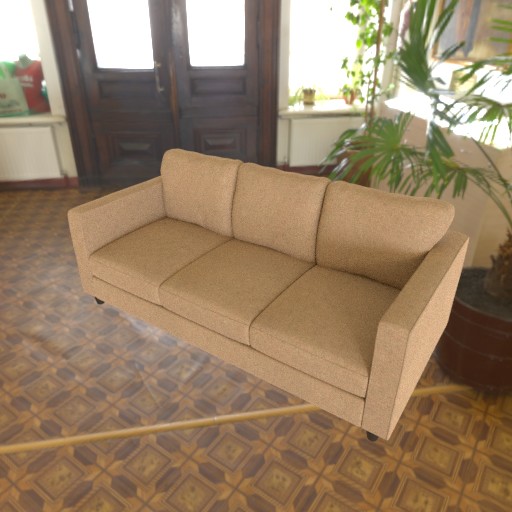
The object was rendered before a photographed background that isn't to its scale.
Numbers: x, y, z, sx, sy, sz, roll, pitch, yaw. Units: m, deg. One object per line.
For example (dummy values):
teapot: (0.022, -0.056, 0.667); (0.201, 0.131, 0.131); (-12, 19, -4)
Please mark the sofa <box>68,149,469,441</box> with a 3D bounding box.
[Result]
sofa: (0.000, 0.000, 2.329); (1.855, 0.800, 0.930); (18, 33, 30)
